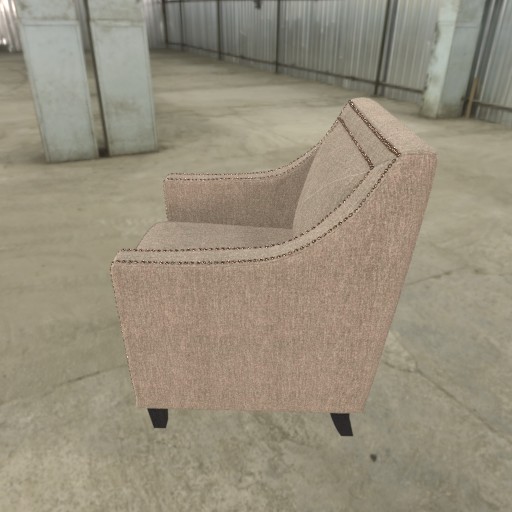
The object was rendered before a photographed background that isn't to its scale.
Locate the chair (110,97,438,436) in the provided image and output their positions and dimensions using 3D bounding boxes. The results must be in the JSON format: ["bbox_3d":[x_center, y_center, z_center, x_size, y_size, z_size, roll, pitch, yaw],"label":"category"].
[{"bbox_3d":[0.000,0.000,1.576,0.884,0.967,0.776,1,29,1],"label":"chair"}]
